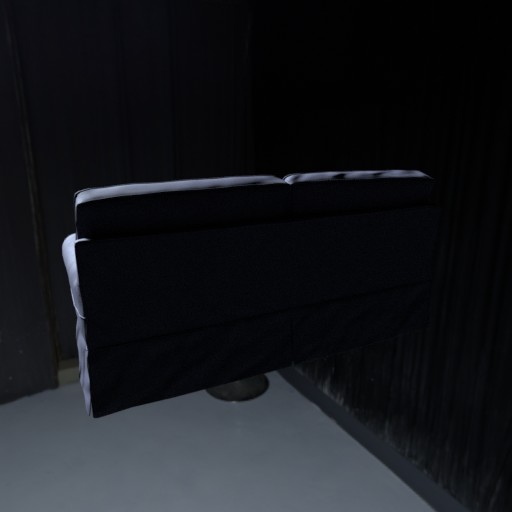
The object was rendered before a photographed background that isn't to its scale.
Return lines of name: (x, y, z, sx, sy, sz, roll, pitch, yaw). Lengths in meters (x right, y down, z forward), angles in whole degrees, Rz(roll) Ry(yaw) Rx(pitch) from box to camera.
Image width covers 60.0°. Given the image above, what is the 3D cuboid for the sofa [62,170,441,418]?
sofa: (0.000, 0.000, 2.844, 2.256, 1.094, 0.983, -8, 18, -26)
